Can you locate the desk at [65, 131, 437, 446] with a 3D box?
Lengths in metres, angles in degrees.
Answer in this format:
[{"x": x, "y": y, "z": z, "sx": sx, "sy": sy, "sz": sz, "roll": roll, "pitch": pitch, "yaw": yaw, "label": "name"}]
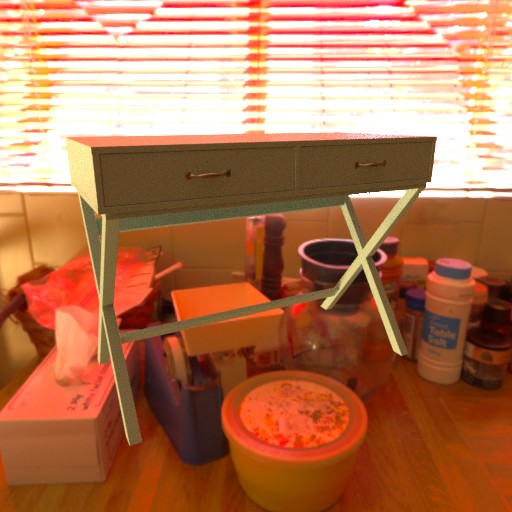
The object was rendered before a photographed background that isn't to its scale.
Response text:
[{"x": 0.000, "y": 0.000, "z": 1.503, "sx": 1.057, "sy": 0.780, "sz": 0.525, "roll": -9, "pitch": 20, "yaw": -27, "label": "desk"}]
